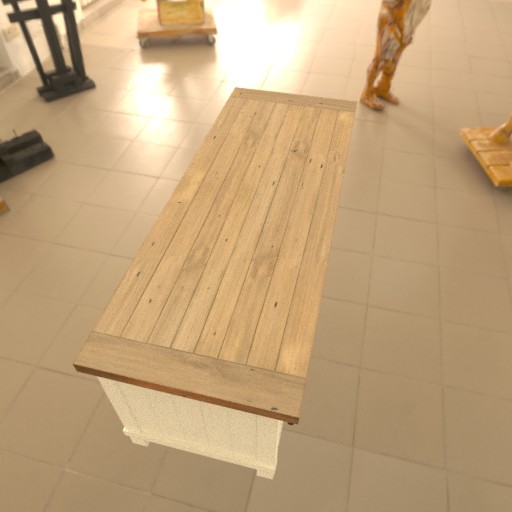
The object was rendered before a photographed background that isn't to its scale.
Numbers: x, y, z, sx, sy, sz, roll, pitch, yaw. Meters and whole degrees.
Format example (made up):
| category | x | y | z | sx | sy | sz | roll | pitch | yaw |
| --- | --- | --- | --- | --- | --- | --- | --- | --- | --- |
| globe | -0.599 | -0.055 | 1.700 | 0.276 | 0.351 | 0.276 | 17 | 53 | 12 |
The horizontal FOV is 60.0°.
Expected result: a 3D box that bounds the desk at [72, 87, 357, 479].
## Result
| category | x | y | z | sx | sy | sz | roll | pitch | yaw |
| --- | --- | --- | --- | --- | --- | --- | --- | --- | --- |
| desk | 0.000 | 0.000 | 2.146 | 0.688 | 0.760 | 1.803 | 10 | 48 | 9 |
